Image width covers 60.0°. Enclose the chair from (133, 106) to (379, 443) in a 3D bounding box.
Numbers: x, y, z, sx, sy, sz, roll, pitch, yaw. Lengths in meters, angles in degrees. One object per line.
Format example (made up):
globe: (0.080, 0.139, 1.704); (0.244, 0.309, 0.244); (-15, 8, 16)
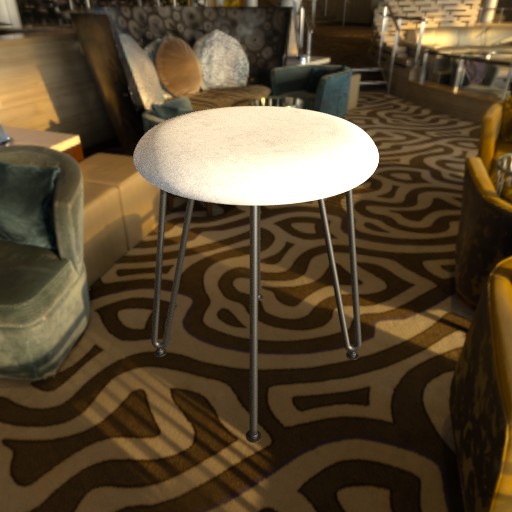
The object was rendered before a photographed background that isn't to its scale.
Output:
chair: (0.000, 0.000, 0.654); (0.350, 0.386, 0.350); (1, 31, 1)
